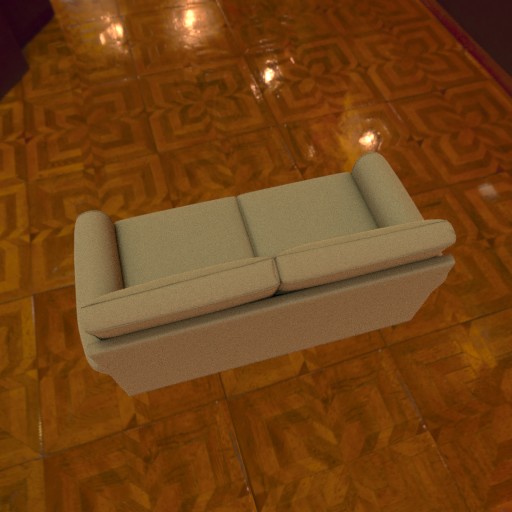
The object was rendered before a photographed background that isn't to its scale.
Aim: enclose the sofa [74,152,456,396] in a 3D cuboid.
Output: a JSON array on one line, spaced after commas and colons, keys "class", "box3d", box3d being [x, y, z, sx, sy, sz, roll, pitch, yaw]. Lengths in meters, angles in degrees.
[{"class": "sofa", "box3d": [0.000, 0.000, 2.486, 1.930, 0.952, 0.940, -13, 59, -8]}]
